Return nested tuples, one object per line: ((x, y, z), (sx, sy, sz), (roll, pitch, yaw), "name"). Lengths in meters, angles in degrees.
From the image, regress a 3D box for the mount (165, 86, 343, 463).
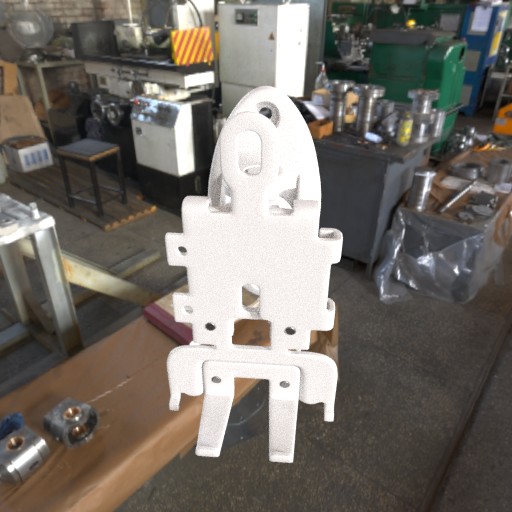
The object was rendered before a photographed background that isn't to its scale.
((0.000, 0.000, 0.171), (0.066, 0.118, 0.100), (3, 30, 4), "mount")
